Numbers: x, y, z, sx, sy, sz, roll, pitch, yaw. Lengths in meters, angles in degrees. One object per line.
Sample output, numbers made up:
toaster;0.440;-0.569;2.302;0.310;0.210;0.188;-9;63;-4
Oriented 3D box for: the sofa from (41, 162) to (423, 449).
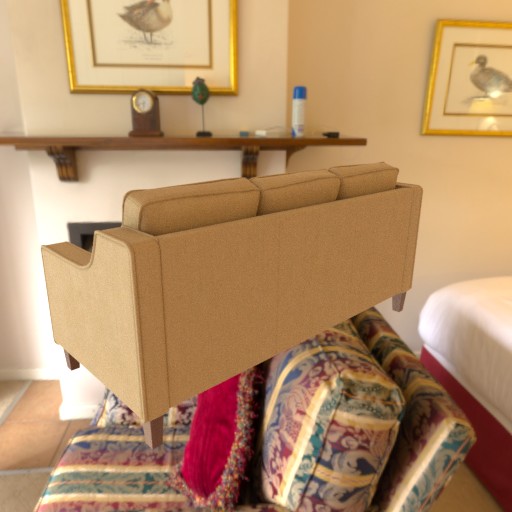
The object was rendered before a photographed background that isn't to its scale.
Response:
sofa;0.000;0.000;2.482;1.986;0.974;0.911;-15;23;-41
